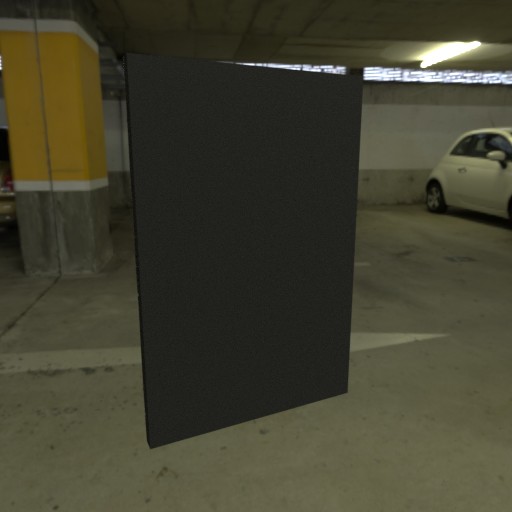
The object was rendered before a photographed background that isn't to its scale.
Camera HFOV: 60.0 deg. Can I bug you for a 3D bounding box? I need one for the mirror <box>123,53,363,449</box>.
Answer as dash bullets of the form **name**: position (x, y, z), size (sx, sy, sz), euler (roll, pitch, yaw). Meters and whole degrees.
- **mirror**: position (0.000, 0.000, 1.147), size (0.606, 0.912, 0.044), euler (-6, 14, -26)
